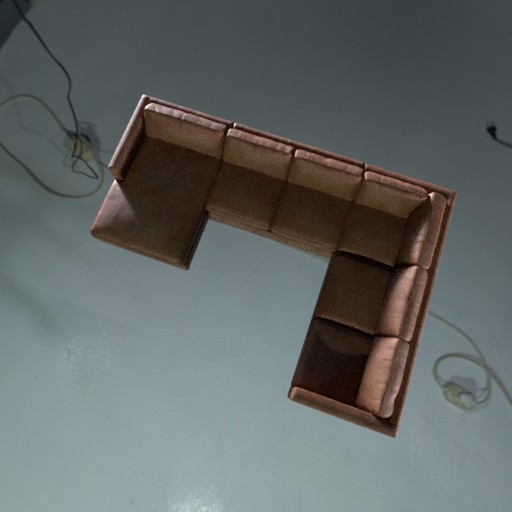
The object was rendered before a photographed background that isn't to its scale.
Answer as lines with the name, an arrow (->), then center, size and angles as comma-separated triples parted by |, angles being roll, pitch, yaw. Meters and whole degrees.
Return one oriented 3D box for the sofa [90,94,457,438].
sofa -> 0.000, 0.000, 4.532 | 3.401, 0.832, 2.430 | 19, 75, 5
